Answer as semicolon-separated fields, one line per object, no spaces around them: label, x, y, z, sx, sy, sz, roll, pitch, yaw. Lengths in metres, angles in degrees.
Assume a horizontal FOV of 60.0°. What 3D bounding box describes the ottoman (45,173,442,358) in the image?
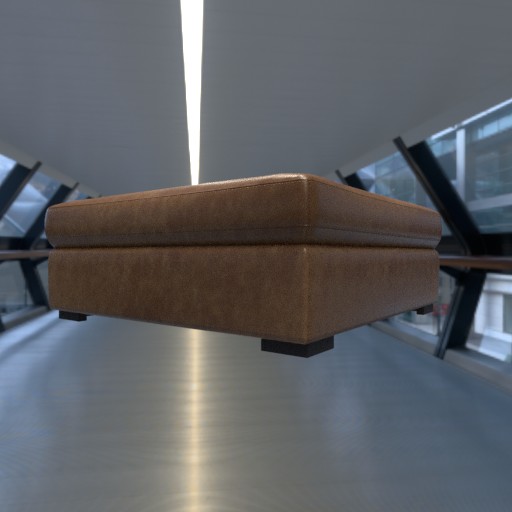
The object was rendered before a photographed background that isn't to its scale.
ottoman;0.000;0.000;1.811;1.169;0.483;1.168;0;0;37
